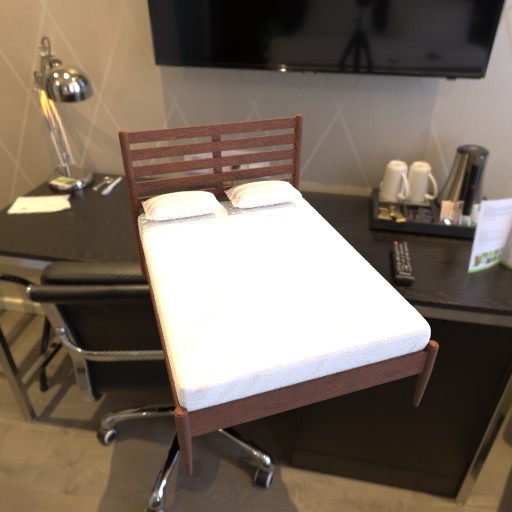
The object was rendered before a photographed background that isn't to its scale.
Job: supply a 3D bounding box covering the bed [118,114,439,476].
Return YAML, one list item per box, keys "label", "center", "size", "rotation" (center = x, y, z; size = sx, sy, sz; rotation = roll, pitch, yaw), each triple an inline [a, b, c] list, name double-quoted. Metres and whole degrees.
- label: "bed"
  center: [0.000, 0.000, 3.066]
  size: [1.509, 1.304, 2.093]
  rotation: [-10, 34, -16]
